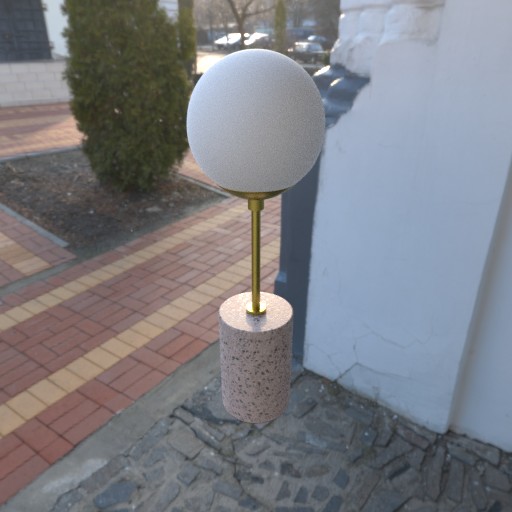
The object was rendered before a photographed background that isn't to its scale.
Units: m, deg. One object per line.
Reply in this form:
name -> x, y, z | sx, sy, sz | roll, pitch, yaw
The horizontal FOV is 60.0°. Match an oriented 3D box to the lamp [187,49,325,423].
lamp -> 0.000, 0.000, 0.567 | 0.153, 0.480, 0.153 | 0, 26, 0
